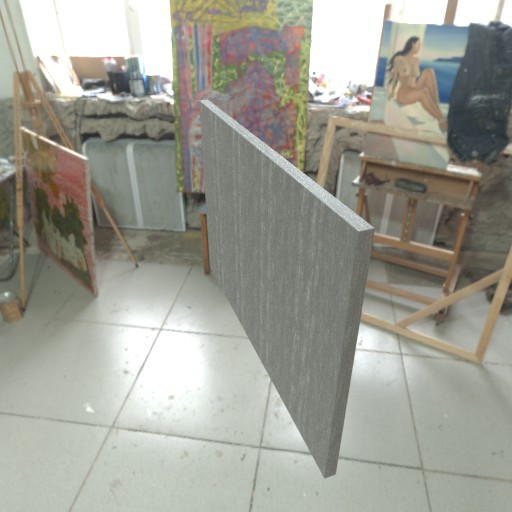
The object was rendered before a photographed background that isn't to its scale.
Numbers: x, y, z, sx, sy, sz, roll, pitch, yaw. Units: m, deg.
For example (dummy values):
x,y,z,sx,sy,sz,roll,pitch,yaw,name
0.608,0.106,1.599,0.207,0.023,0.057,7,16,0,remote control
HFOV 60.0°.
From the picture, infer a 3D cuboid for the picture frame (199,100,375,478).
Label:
x,y,z,sx,sy,sz,roll,pitch,yaw,name
0.000,0.000,1.226,0.029,0.640,0.950,-11,33,-18,picture frame
